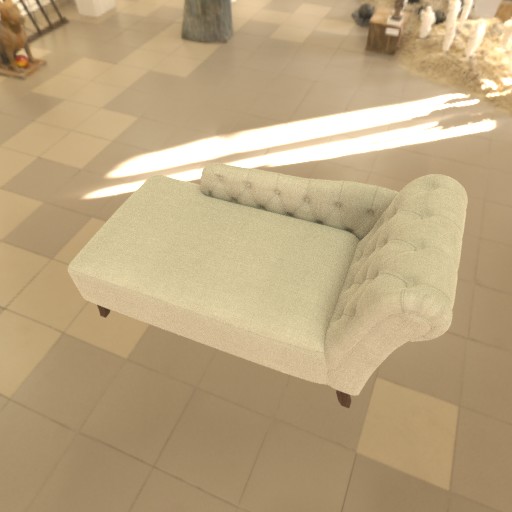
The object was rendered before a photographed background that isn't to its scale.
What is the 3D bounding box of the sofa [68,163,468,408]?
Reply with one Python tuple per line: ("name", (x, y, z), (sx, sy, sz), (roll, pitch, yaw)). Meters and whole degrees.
("sofa", (0.000, 0.000, 1.784), (1.379, 0.787, 0.675), (17, 50, 15))
